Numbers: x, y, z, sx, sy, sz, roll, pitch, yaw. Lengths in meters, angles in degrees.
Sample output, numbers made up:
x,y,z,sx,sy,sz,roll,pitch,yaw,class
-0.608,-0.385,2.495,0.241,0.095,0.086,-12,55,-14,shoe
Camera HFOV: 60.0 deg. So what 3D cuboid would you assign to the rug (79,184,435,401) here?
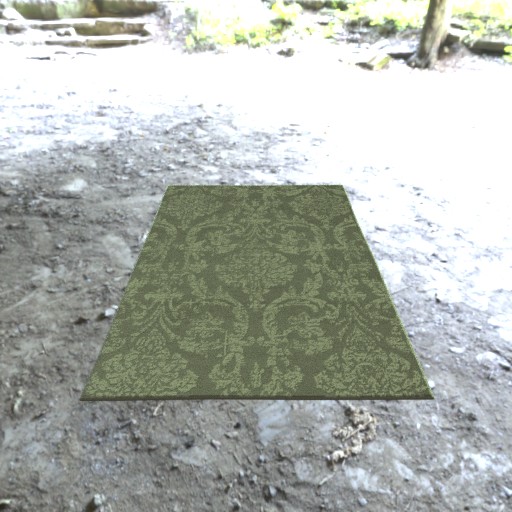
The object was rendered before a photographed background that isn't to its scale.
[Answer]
x,y,z,sx,sy,sz,roll,pitch,yaw,class
0.000,0.000,2.272,1.206,0.012,1.824,0,32,0,rug
